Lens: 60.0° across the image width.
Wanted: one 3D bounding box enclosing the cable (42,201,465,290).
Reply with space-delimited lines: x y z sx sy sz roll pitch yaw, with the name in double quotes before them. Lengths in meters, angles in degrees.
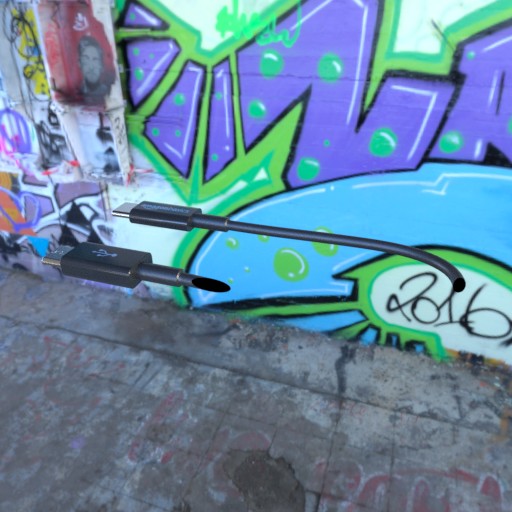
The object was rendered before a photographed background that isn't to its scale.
"cable" 0.000 0.000 0.112 0.098 0.006 0.040 9 31 16
